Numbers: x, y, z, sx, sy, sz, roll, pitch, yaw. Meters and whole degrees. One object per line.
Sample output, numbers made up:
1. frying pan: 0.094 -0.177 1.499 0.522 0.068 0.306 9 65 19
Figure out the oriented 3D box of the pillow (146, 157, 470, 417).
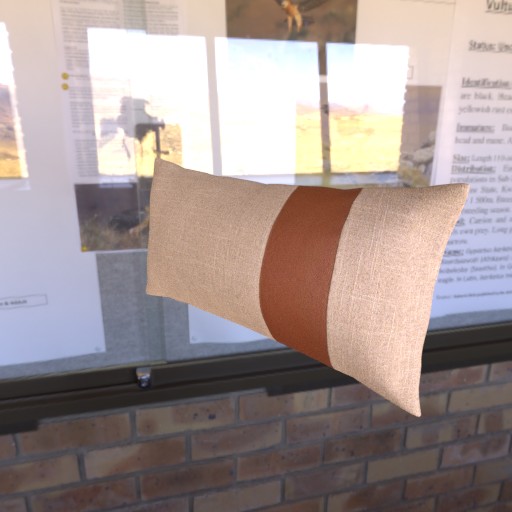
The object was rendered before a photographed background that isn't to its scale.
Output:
1. pillow: 0.000 0.000 0.719 0.612 0.282 0.155 15 22 42
